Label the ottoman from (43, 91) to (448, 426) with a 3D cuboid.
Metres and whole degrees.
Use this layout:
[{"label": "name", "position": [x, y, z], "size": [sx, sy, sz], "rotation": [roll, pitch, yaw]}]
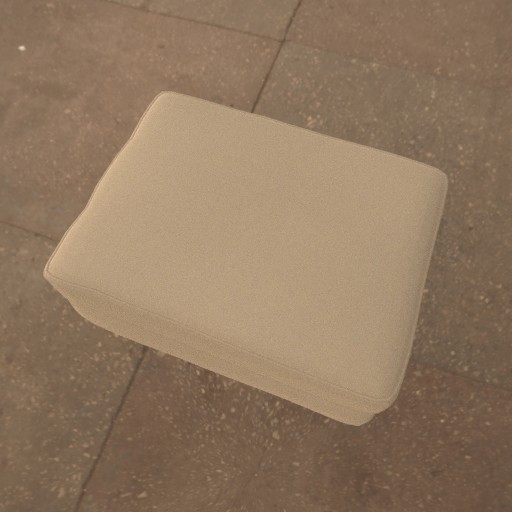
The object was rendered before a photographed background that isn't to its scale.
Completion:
[{"label": "ottoman", "position": [0.000, 0.000, 1.205], "size": [0.818, 0.485, 0.634], "rotation": [19, 65, 9]}]
